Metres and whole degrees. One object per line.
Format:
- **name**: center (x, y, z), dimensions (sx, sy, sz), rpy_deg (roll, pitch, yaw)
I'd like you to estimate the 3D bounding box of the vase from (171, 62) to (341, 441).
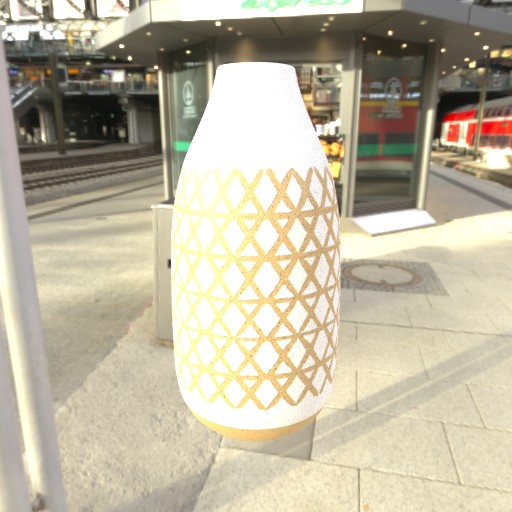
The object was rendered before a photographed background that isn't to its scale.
- **vase**: center (0.000, 0.000, 0.482), dimensions (0.186, 0.380, 0.186), rpy_deg (0, 16, 0)
